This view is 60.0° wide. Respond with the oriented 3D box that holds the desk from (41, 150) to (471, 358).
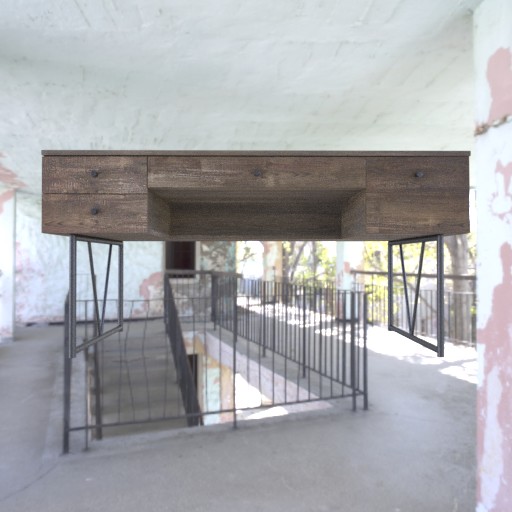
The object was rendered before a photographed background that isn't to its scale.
[{"bbox_3d":[0.000,0.000,1.993,1.600,0.780,0.730,0,-1,0],"label":"desk"}]
